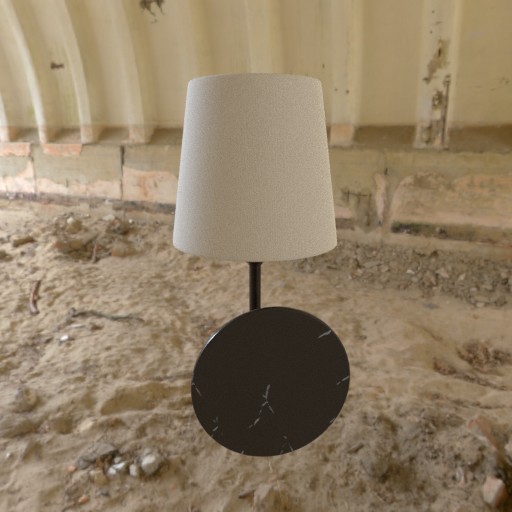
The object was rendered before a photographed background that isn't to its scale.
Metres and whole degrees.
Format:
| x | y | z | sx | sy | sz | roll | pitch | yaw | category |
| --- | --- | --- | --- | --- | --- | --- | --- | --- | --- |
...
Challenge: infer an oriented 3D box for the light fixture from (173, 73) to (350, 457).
| x | y | z | sx | sy | sz | roll | pitch | yaw | category |
| --- | --- | --- | --- | --- | --- | --- | --- | --- | --- |
| 0.000 | 0.000 | 0.458 | 0.168 | 0.337 | 0.188 | -2 | 15 | -9 | light fixture |
